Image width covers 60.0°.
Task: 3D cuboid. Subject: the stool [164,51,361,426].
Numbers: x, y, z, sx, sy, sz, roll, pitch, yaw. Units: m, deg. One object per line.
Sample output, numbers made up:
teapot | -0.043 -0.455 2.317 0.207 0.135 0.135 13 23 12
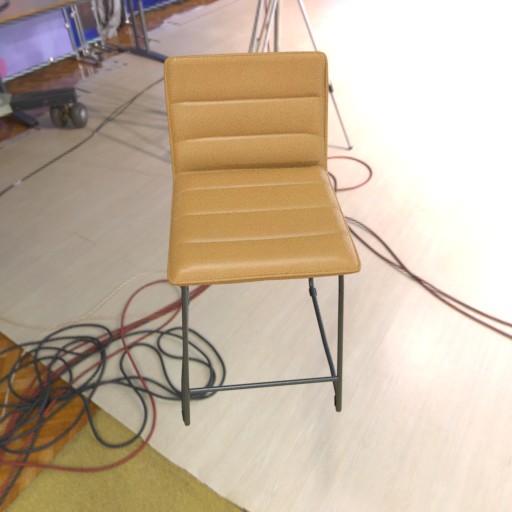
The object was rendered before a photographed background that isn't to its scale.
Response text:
stool | 0.000 0.000 1.171 0.489 0.866 0.524 -4 45 -4
